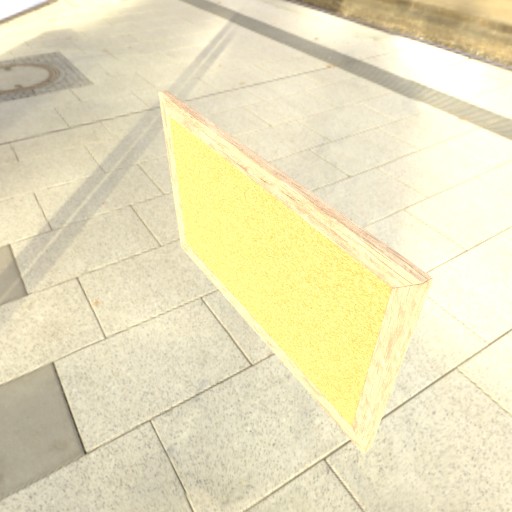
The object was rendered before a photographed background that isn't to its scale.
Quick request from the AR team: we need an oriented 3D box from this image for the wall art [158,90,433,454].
[{"bbox_3d":[0.000,0.000,0.970,0.021,0.480,0.780,-25,47,-25],"label":"wall art"}]
